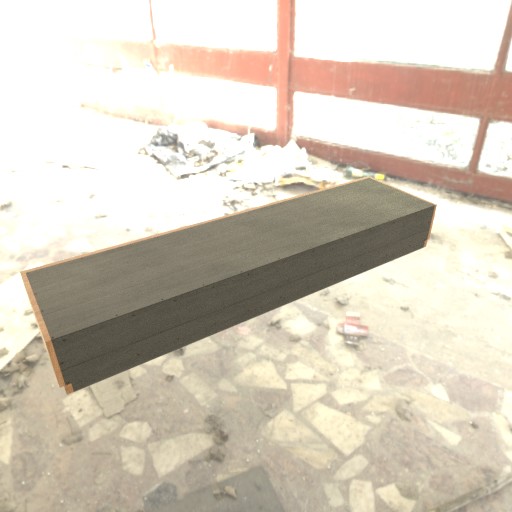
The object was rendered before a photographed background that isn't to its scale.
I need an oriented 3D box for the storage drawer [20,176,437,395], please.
[{"bbox_3d":[0.000,0.000,2.217,2.032,0.264,0.538,-19,36,-28],"label":"storage drawer"}]
